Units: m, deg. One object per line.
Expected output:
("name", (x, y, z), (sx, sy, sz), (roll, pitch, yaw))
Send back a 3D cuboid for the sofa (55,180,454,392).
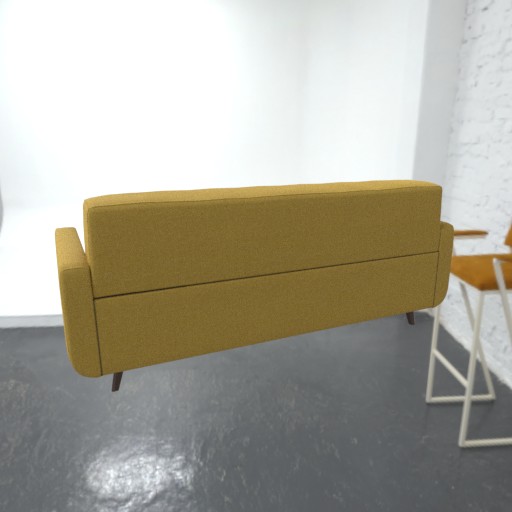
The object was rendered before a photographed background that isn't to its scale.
("sofa", (0.000, 0.000, 2.482), (2.029, 0.841, 0.909), (-7, 16, -24))
